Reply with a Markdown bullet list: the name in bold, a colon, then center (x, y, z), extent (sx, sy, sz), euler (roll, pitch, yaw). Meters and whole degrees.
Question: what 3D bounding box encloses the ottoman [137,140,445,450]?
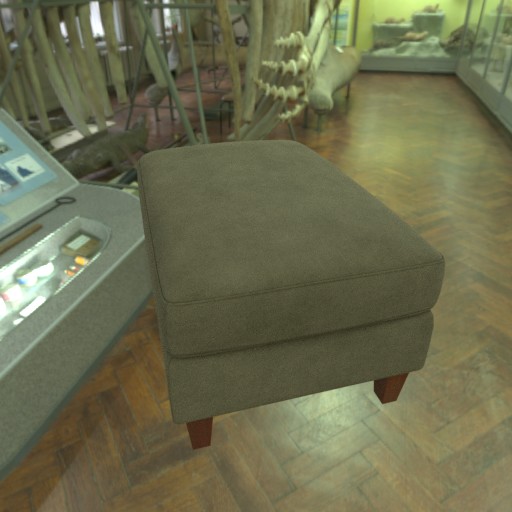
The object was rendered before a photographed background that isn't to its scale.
- **ottoman**: center (0.000, 0.000, 1.240), extent (0.584, 0.483, 0.864), euler (-8, 31, -14)
